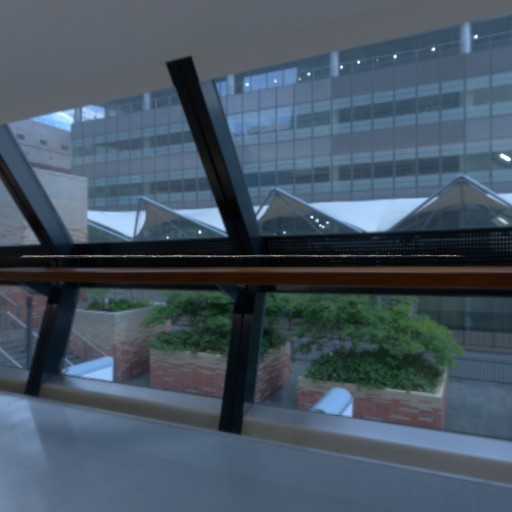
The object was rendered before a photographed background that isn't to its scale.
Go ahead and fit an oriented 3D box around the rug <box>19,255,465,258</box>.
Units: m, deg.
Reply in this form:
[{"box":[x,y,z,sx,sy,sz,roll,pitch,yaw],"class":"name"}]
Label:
[{"box":[0.000,0.000,2.684,2.476,0.010,0.807,0,0,-20],"class":"rug"}]
